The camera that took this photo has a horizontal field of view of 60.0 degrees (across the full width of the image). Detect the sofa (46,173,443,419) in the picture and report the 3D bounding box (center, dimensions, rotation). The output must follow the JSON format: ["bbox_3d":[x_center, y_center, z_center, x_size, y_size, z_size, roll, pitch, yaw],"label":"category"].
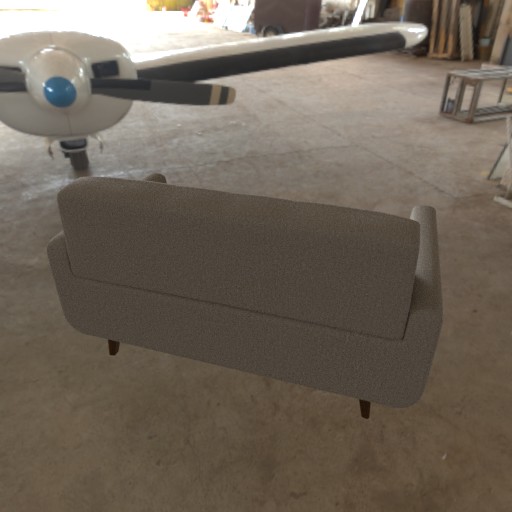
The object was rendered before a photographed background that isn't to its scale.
[{"bbox_3d":[0.000,0.000,2.188,1.651,0.925,0.952,9,32,15],"label":"sofa"}]
